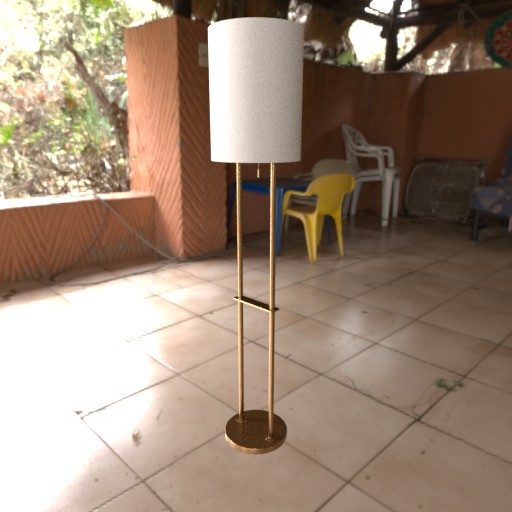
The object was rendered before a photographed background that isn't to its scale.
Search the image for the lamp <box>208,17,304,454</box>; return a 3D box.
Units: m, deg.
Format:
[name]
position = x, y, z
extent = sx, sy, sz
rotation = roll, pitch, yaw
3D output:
[lamp]
position = 0.000, 0.000, 1.613
extent = 0.306, 1.500, 0.305
rotation = 14, 21, 43
